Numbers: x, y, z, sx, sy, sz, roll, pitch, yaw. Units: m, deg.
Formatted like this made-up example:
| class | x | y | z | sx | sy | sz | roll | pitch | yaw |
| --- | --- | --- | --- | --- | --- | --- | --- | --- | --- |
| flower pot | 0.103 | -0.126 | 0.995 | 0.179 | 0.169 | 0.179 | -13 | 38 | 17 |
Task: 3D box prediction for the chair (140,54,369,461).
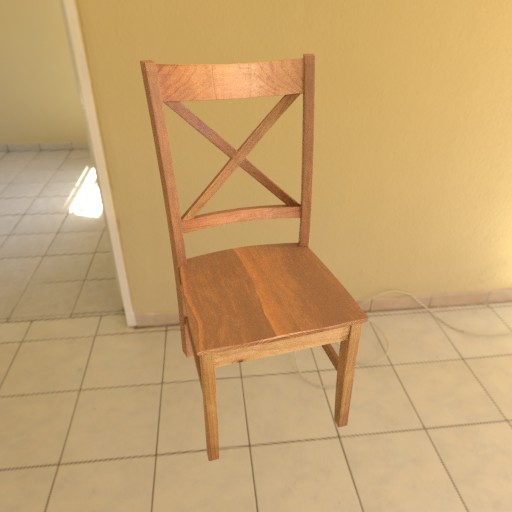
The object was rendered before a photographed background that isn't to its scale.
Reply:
| class | x | y | z | sx | sy | sz | roll | pitch | yaw |
| --- | --- | --- | --- | --- | --- | --- | --- | --- | --- |
| chair | 0.000 | 0.000 | 1.263 | 0.485 | 0.983 | 0.542 | -9 | 32 | -14 |
